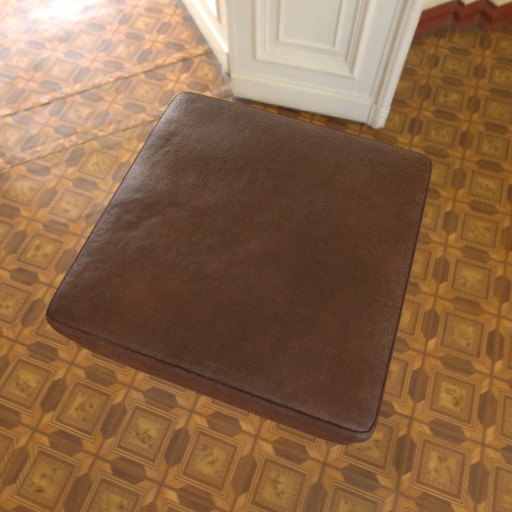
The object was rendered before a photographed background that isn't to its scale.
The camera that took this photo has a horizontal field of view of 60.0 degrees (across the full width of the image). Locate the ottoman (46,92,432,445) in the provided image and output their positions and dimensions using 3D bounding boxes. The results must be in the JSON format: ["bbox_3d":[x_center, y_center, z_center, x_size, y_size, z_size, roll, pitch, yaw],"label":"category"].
[{"bbox_3d":[0.000,0.000,1.309,0.836,0.415,0.844,18,64,9],"label":"ottoman"}]
